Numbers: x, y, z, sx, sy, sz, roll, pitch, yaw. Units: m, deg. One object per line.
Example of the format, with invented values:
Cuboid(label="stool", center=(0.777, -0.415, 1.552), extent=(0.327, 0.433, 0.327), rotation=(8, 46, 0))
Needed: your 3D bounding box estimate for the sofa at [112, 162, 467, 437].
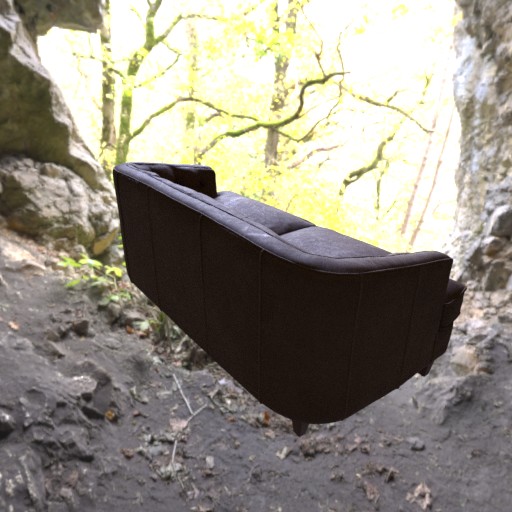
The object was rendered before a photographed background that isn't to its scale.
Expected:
Cuboid(label="sofa", center=(0.000, 0.000, 2.237), extent=(0.917, 0.799, 1.767), rotation=(-18, 31, -33))
